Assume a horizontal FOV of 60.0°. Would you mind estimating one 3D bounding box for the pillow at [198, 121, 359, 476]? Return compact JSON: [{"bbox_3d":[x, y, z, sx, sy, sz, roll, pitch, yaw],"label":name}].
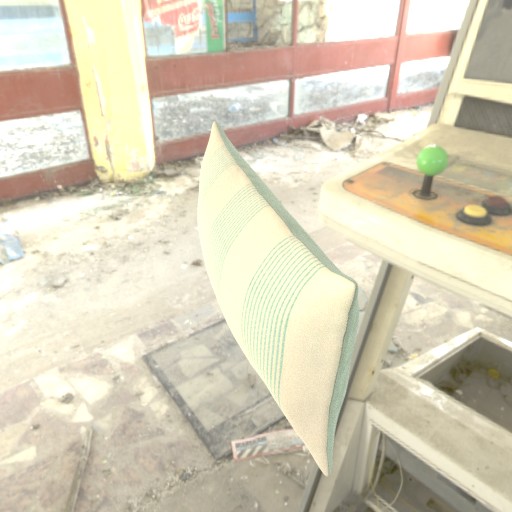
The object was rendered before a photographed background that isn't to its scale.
[{"bbox_3d":[0.000,0.000,0.717,0.151,0.287,0.610,-9,32,-14],"label":"pillow"}]
